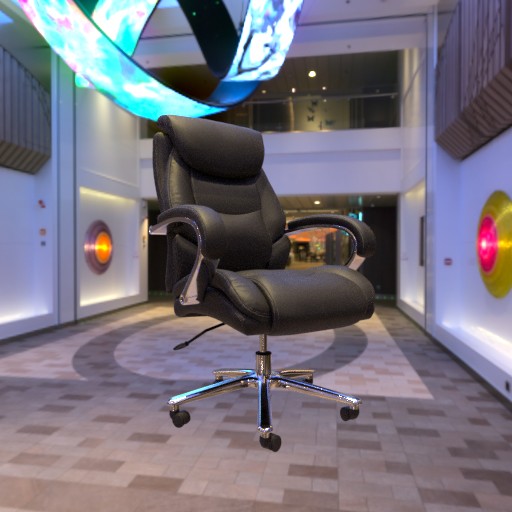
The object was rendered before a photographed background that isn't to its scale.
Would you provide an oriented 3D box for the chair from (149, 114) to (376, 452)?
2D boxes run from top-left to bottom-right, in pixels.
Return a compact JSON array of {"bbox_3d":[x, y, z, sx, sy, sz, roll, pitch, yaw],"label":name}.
[{"bbox_3d":[0.000,0.000,1.706,0.755,1.183,0.790,-1,1,-36],"label":"chair"}]
